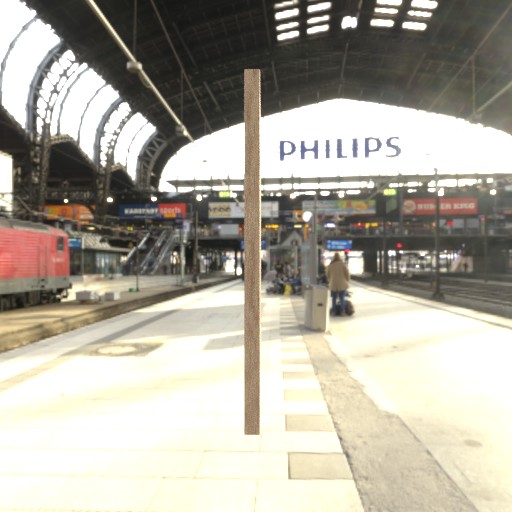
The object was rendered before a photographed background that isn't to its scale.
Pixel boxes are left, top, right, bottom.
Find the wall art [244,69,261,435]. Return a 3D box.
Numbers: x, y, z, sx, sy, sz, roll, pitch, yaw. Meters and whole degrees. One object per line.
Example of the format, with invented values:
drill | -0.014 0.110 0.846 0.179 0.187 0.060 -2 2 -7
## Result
wall art | 0.000 0.000 0.969 0.021 0.480 0.780 0 -1 1
